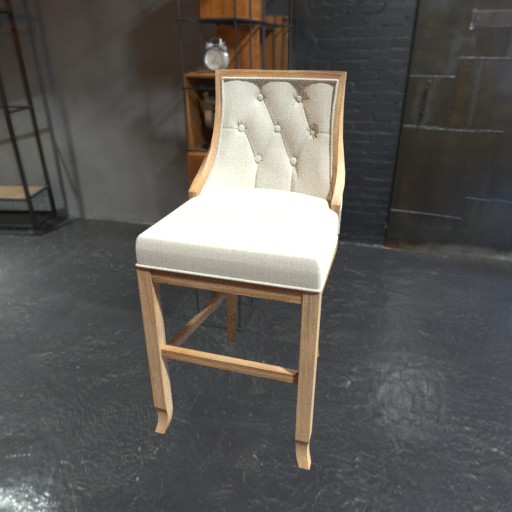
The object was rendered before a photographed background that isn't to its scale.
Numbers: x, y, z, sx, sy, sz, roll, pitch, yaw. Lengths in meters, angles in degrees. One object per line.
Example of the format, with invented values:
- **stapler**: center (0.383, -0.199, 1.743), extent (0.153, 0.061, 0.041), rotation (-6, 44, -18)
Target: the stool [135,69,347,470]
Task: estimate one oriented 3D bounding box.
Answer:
- **stool**: center (0.000, 0.000, 1.456), extent (0.524, 1.101, 0.626), rotation (7, 27, 15)
